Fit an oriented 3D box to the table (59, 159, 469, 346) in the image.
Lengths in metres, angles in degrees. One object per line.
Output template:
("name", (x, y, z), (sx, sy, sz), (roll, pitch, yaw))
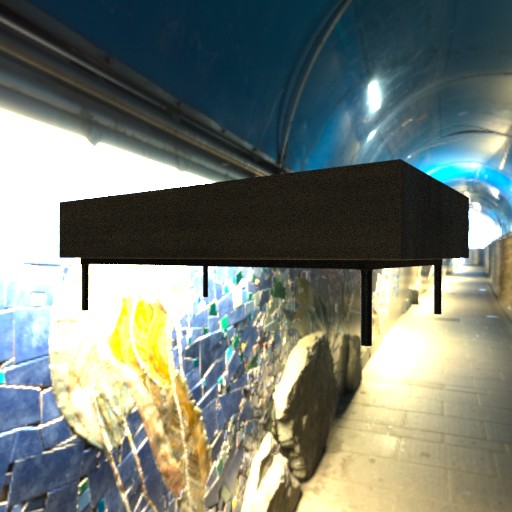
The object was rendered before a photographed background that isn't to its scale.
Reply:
("table", (0.000, 0.000, 1.361), (1.088, 0.347, 0.643), (0, 0, 35))
